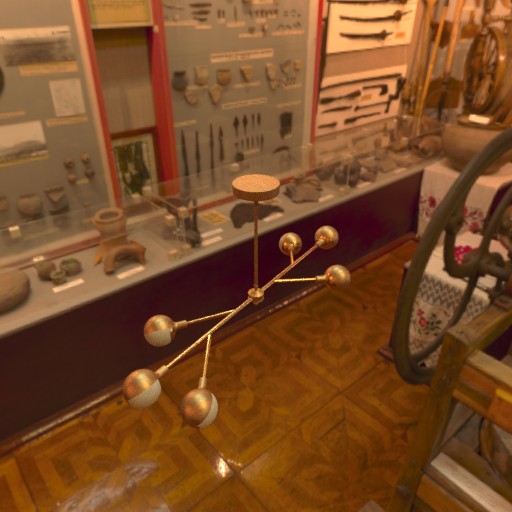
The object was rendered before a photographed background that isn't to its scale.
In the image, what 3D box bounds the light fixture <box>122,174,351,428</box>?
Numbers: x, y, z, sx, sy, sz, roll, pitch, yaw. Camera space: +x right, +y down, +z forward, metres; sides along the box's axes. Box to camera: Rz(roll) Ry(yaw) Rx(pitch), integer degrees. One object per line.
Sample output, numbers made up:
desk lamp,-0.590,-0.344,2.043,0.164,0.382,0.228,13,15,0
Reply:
light fixture,0.000,0.000,1.034,0.778,0.362,0.434,-22,37,-32
